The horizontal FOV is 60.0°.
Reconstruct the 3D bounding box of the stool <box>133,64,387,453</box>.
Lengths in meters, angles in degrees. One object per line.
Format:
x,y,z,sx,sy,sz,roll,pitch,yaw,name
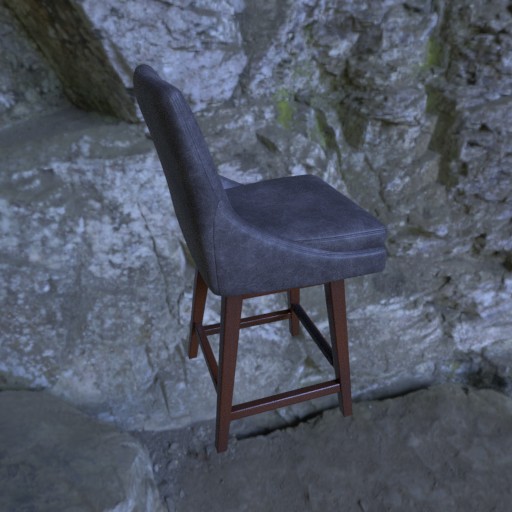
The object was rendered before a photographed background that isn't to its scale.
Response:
0.000,0.000,1.332,0.587,1.046,0.492,-9,30,-16,stool
